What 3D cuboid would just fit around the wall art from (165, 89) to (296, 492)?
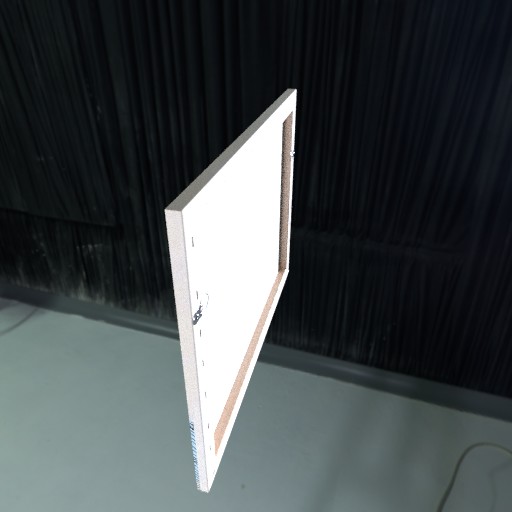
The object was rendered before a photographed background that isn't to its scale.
[{"bbox_3d":[0.000,0.000,1.577,0.042,0.912,1.219,8,32,12],"label":"wall art"}]
